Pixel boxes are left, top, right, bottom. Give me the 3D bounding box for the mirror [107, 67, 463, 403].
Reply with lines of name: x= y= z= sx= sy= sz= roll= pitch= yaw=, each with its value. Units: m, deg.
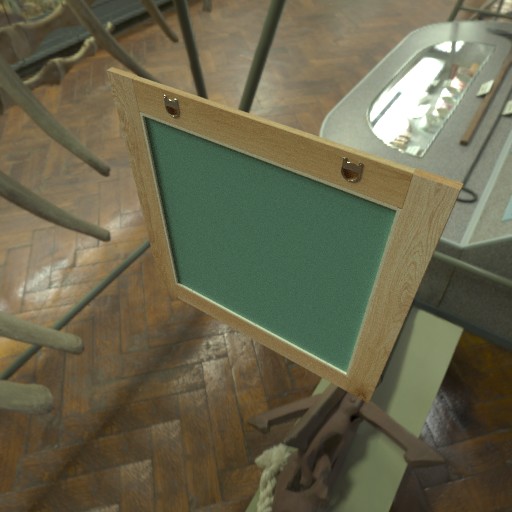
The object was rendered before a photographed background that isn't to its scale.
mirror: x=0.000 y=0.000 z=1.164 sx=0.800 sy=0.800 sz=0.020 roll=25 pitch=52 yaw=21
